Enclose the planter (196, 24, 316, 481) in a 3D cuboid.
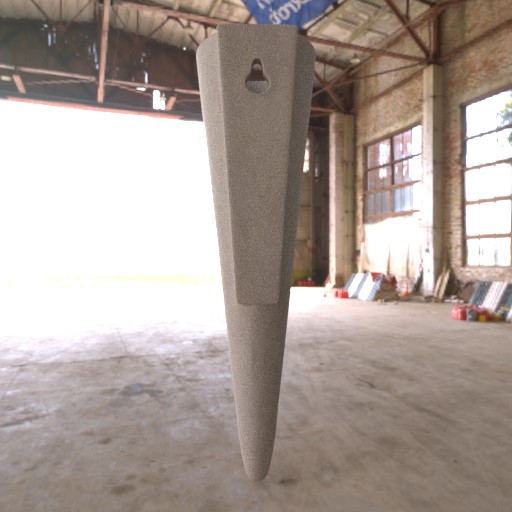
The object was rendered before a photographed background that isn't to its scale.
[{"bbox_3d":[0.000,0.000,0.290,0.078,0.259,0.087,0,0,-1],"label":"planter"}]
